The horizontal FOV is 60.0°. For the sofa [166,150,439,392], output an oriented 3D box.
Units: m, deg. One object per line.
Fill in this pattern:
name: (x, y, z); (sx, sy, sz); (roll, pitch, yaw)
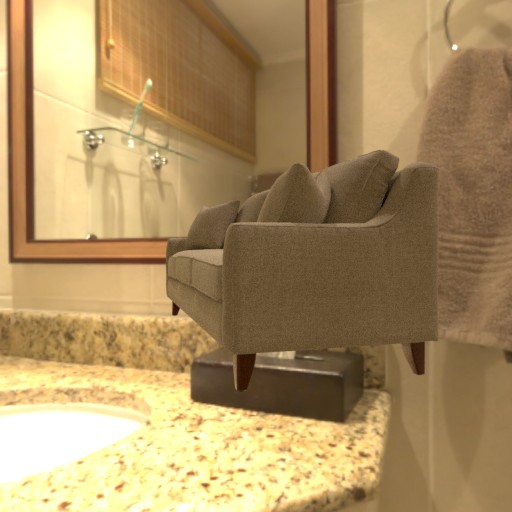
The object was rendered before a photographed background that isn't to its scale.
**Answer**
sofa: (0.000, 0.000, 2.534); (0.865, 0.914, 2.031); (0, 1, -17)
